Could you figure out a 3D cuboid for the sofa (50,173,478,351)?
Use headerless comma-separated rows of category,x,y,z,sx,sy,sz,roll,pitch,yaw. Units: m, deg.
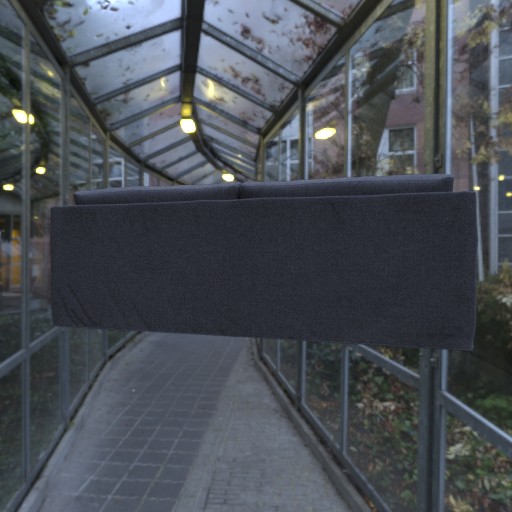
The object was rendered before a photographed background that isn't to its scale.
sofa,0.000,0.000,3.210,2.779,0.998,1.036,0,1,17
